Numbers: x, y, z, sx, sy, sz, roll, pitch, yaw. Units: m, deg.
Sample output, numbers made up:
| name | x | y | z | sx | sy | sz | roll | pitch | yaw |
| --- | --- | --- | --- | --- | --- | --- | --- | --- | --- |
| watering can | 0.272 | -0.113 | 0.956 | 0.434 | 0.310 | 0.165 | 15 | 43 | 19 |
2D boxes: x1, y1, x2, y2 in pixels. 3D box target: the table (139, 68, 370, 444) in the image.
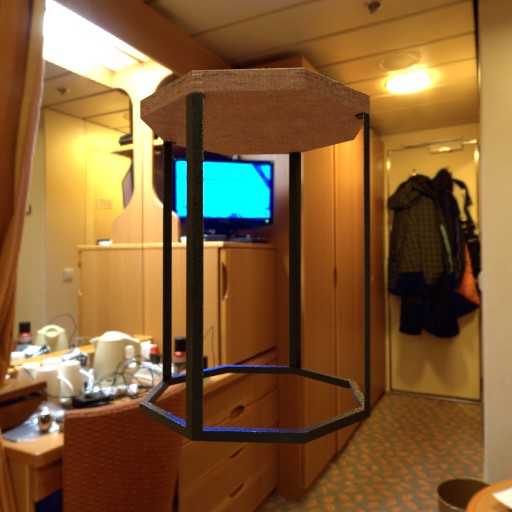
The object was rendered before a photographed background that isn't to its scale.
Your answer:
| name | x | y | z | sx | sy | sz | roll | pitch | yaw |
| --- | --- | --- | --- | --- | --- | --- | --- | --- | --- |
| table | 0.000 | 0.000 | 0.858 | 0.437 | 0.553 | 0.437 | 0 | 0 | -19 |
